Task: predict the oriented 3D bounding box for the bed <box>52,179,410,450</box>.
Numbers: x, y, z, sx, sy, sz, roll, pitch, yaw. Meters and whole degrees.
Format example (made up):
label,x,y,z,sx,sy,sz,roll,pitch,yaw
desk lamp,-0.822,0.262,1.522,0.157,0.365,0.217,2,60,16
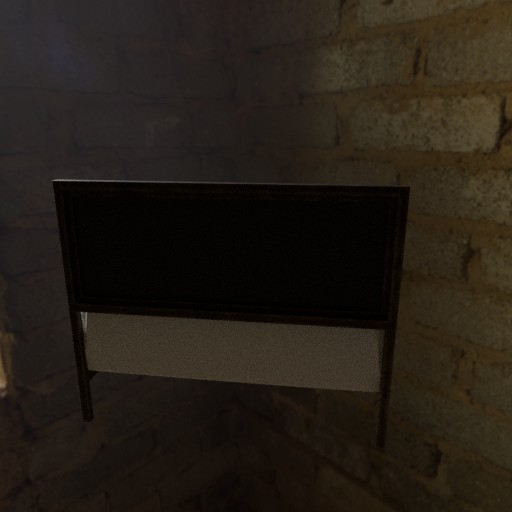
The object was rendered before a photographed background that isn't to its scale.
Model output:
label,x,y,z,sx,sy,sz,roll,pitch,yaw
bed,0.000,0.000,3.193,1.607,1.313,2.221,2,17,8
